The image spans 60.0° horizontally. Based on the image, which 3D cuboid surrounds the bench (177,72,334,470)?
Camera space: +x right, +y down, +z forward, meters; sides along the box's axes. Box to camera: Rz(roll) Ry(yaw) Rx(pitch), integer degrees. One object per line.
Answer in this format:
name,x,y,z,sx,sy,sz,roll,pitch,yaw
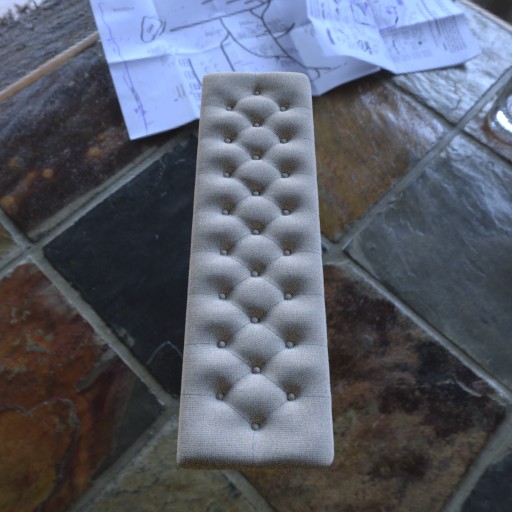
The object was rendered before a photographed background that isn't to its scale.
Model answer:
bench,0.000,0.000,1.714,0.455,0.467,1.480,0,66,0
